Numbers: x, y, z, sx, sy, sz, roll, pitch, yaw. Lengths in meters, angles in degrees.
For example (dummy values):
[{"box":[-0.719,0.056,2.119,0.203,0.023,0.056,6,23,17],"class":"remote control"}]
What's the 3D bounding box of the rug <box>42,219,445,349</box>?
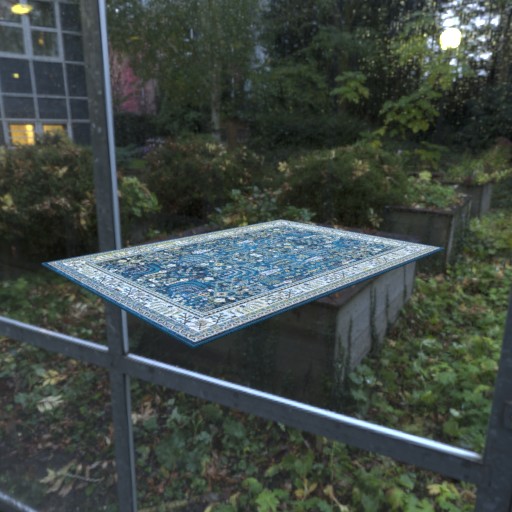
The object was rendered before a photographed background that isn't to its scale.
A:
[{"box":[0.000,0.000,2.980,2.213,0.013,1.594,-14,21,-42],"class":"rug"}]
